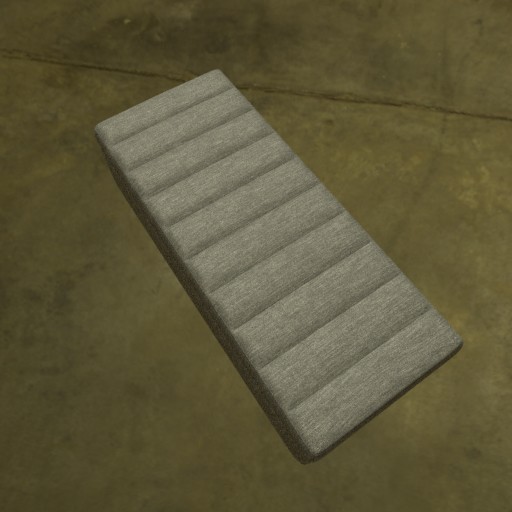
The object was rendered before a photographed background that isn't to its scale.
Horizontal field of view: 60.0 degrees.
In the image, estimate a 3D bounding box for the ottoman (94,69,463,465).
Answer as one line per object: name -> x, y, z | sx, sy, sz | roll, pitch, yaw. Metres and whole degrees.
ottoman -> 0.000, 0.000, 1.407 | 0.482, 0.469, 1.151 | -31, 68, -14
